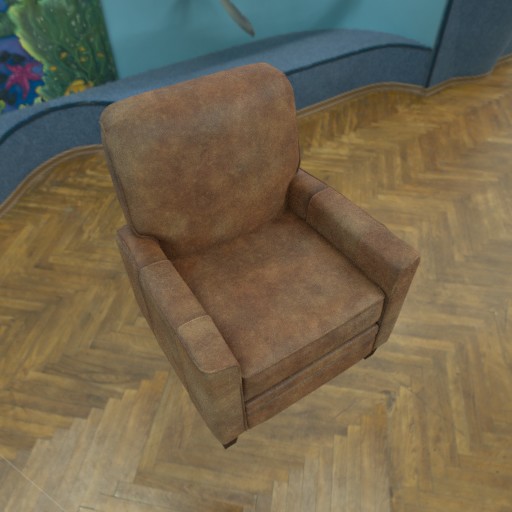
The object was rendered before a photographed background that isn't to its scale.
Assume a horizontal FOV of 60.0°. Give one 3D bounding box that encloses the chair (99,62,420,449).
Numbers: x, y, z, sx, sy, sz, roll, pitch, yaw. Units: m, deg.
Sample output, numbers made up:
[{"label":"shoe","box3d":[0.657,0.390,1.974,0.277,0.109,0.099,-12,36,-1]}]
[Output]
[{"label":"chair","box3d":[0.000,0.000,1.639,0.843,1.043,0.836,-25,52,-22]}]
